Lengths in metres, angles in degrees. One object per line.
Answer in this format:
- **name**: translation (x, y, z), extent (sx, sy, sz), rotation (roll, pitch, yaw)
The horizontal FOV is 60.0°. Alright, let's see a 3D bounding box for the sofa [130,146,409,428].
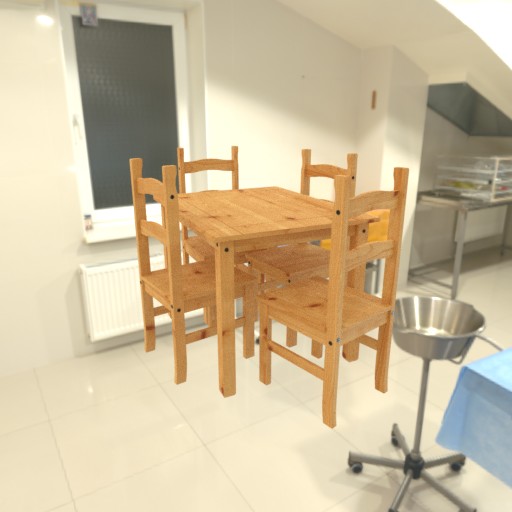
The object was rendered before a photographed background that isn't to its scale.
- **sofa**: translation (0.000, 0.000, 2.285), extent (1.144, 1.000, 1.529), rotation (-8, 20, -24)
